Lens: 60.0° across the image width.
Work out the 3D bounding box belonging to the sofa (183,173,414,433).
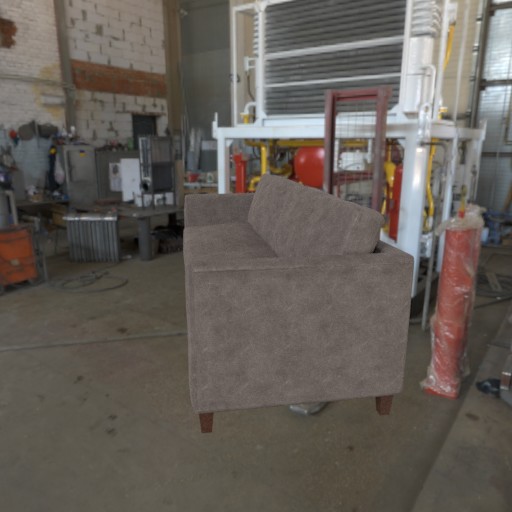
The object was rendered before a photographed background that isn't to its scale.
[{"bbox_3d":[0.000,0.000,2.942,0.951,0.965,2.434,-2,15,-9],"label":"sofa"}]
